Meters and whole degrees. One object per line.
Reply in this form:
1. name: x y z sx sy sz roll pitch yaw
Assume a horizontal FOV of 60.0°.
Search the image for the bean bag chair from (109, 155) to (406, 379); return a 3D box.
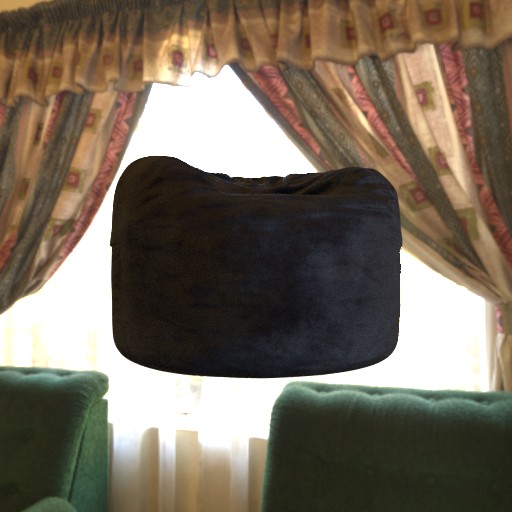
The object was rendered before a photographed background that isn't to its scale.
1. bean bag chair: 0.000 0.000 1.465 0.918 0.616 0.918 0 -2 0
